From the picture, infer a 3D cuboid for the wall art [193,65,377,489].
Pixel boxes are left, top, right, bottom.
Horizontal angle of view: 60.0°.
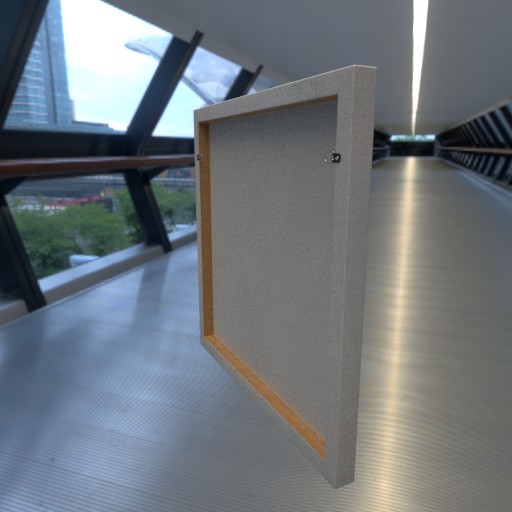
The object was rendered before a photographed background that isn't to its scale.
[{"bbox_3d":[0.000,0.000,0.889,0.040,0.612,0.612,-6,14,-26],"label":"wall art"}]
